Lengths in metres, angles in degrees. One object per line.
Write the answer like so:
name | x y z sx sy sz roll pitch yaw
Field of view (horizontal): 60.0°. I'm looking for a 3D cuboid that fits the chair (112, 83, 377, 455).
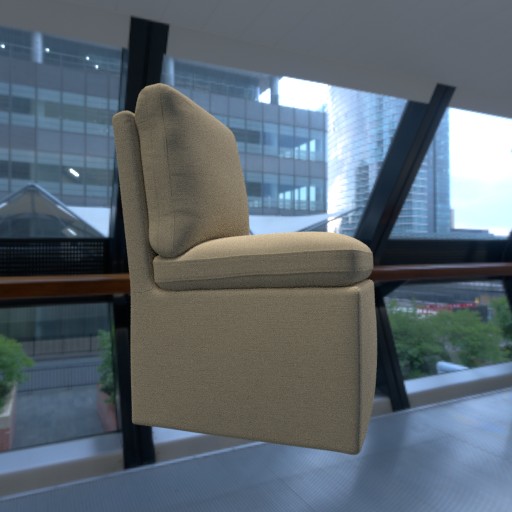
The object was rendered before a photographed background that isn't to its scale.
chair | 0.000 0.000 1.337 0.698 0.927 0.503 0 -1 19
